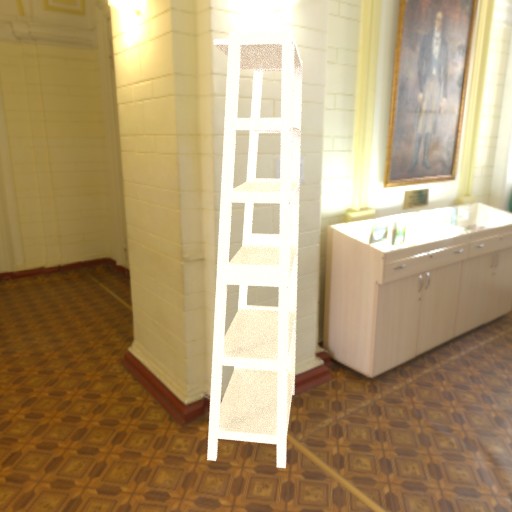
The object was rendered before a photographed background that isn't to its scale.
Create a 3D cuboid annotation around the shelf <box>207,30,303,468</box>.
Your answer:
[{"bbox_3d":[0.000,0.000,2.200,0.381,1.892,0.660,2,15,8],"label":"shelf"}]
